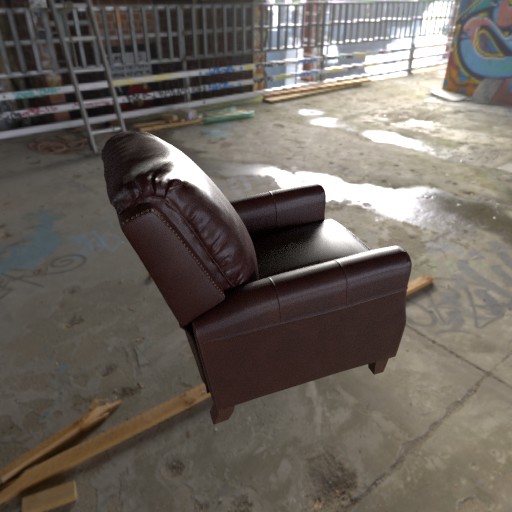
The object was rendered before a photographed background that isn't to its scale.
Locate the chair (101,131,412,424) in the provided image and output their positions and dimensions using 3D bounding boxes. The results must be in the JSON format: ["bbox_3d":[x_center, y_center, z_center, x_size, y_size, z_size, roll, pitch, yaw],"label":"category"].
[{"bbox_3d":[0.000,0.000,1.872,1.089,1.022,0.826,-10,33,-16],"label":"chair"}]
